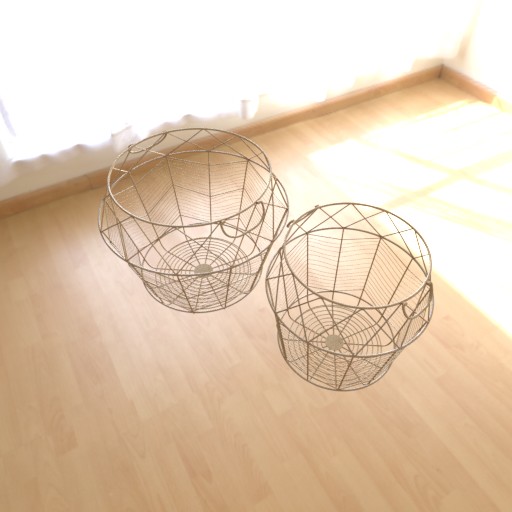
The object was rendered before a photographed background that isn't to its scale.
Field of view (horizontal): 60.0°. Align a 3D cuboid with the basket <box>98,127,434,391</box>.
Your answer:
[{"bbox_3d":[0.000,0.000,1.045,0.805,0.343,0.451,27,52,23],"label":"basket"}]
